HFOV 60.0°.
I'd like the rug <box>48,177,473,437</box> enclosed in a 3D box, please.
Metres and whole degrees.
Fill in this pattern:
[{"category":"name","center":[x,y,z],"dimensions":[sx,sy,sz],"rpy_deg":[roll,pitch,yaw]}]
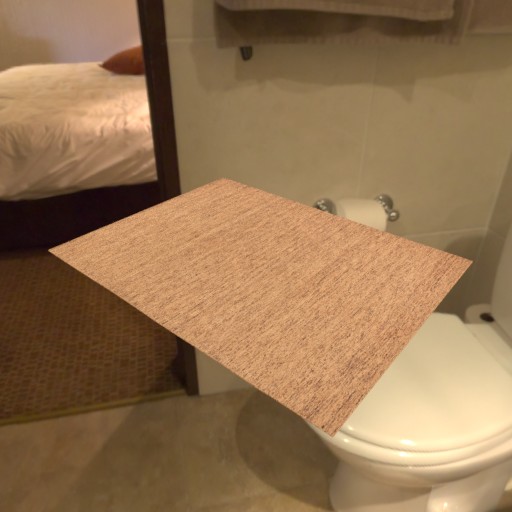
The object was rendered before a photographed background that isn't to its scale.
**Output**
[{"category":"rug","center":[0.000,0.000,4.199],"dimensions":[3.205,0.013,2.448],"rpy_deg":[24,39,33]}]
